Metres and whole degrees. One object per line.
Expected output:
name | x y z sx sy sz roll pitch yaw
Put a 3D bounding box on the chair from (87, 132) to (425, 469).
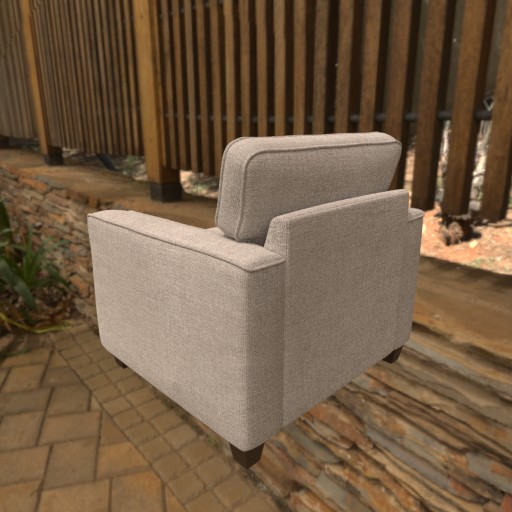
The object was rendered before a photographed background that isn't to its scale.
chair | 0.000 0.000 1.791 1.015 0.965 0.939 -16 24 -42
